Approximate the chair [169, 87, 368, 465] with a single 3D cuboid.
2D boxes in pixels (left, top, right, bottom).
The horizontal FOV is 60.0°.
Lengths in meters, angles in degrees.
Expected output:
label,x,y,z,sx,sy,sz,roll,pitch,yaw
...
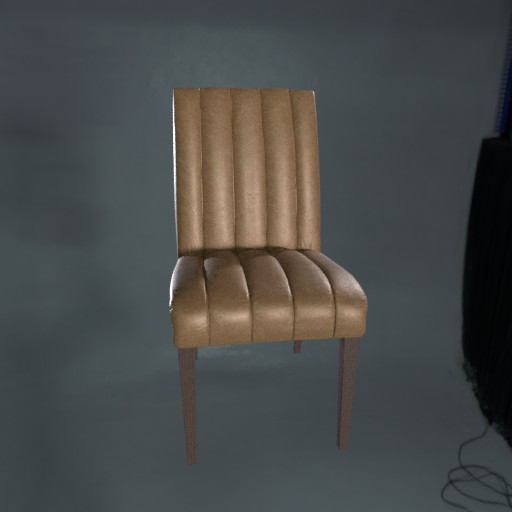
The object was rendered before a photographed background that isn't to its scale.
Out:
label,x,y,z,sx,sy,sz,roll,pitch,yaw
chair,0.000,0.000,1.370,0.511,1.016,0.647,-2,17,-7
